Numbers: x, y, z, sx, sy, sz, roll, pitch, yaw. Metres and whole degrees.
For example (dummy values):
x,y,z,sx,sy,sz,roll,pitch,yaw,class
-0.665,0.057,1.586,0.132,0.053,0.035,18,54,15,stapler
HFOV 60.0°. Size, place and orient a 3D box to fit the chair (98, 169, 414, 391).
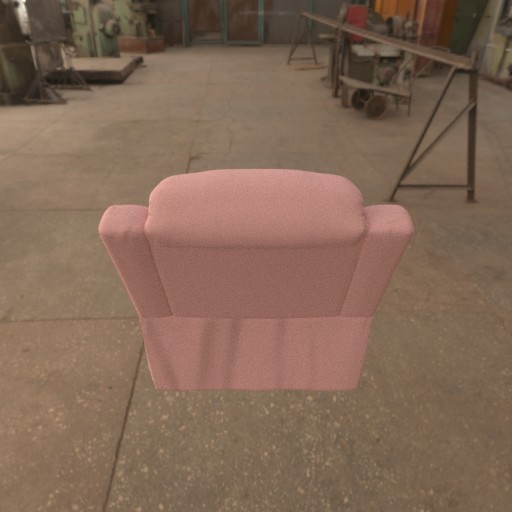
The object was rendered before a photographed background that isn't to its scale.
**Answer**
x,y,z,sx,sy,sz,roll,pitch,yaw,class
0.000,0.000,1.249,0.680,0.702,0.709,0,31,0,chair
